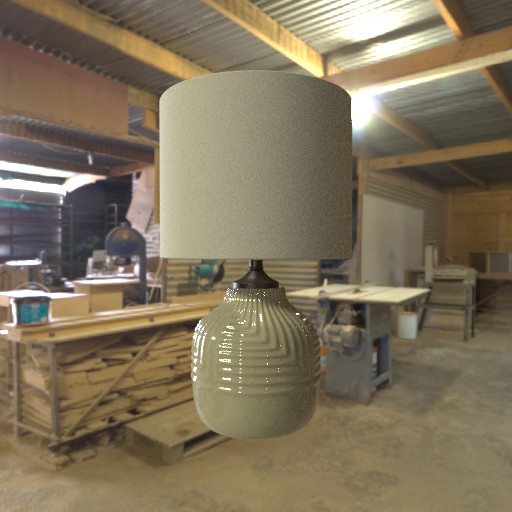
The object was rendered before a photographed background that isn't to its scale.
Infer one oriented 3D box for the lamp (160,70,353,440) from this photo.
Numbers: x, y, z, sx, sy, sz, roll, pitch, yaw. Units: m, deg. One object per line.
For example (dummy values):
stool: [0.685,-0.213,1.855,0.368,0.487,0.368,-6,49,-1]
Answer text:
lamp: [0.000,0.000,0.751,0.318,0.567,0.318,0,1,0]
